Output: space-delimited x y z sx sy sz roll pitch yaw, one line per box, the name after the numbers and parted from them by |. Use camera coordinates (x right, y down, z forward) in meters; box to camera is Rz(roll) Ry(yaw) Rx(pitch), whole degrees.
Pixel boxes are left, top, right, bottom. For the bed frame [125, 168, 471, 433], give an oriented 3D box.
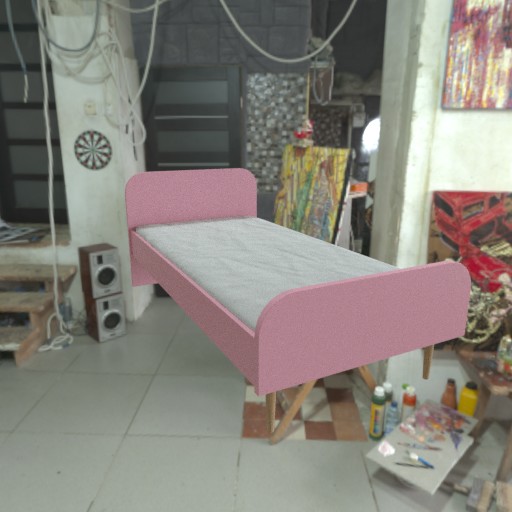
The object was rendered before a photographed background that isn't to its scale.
0.000 0.000 2.472 0.998 0.805 1.963 -8 17 -26 | bed frame
